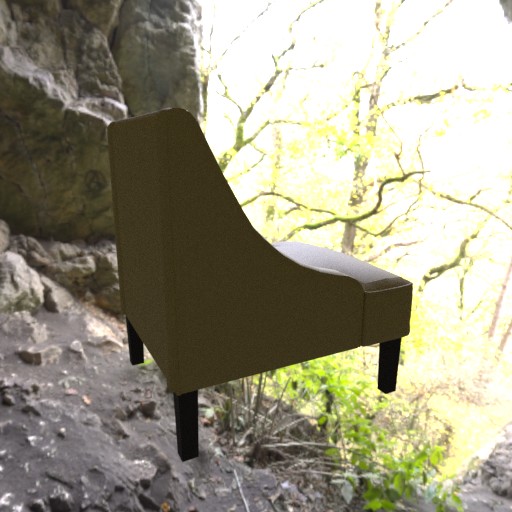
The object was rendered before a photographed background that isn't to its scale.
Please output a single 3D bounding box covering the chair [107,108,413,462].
[{"bbox_3d":[0.000,0.000,1.515,0.814,0.896,0.696,-7,16,-27],"label":"chair"}]
